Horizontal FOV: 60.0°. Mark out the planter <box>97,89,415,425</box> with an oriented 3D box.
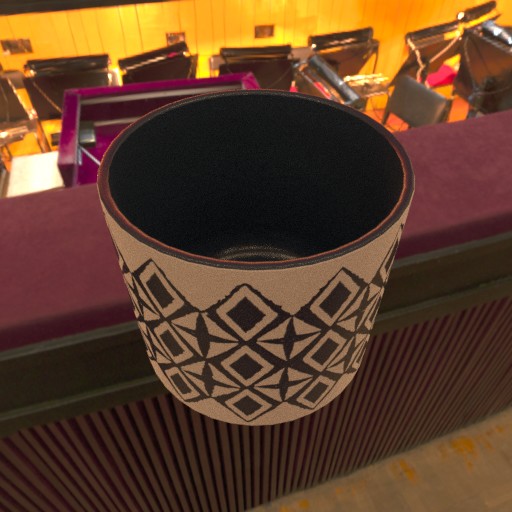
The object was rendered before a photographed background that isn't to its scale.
[{"bbox_3d":[0.000,0.000,0.277,0.159,0.144,0.159,0,45,0],"label":"planter"}]
